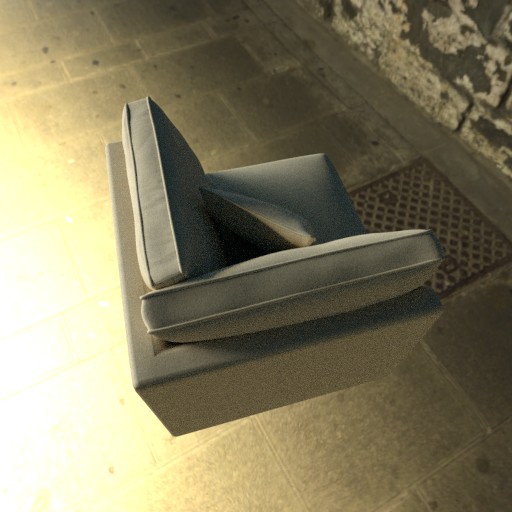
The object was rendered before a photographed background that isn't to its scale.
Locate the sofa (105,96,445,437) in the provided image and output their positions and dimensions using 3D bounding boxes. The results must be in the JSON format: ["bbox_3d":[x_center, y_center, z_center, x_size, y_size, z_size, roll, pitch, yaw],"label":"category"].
[{"bbox_3d":[0.000,0.000,1.980,1.084,1.002,1.146,-13,58,-8],"label":"sofa"}]
